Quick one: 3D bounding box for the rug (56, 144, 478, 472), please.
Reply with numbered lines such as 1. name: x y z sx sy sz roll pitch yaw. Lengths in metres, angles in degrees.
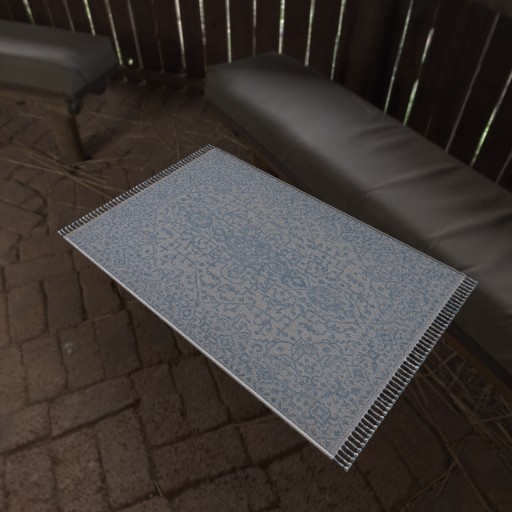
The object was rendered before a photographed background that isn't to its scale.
1. rug: 0.000 0.000 2.989 2.438 0.010 1.524 32 54 27
